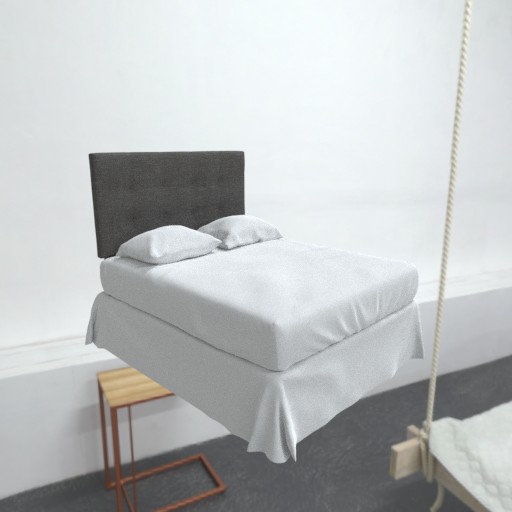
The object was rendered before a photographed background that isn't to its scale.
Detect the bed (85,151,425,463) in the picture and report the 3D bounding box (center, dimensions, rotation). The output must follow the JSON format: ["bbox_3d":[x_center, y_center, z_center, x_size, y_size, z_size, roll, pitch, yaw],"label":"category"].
[{"bbox_3d":[0.000,0.000,3.481,2.222,1.577,1.936,13,19,43],"label":"bed"}]
